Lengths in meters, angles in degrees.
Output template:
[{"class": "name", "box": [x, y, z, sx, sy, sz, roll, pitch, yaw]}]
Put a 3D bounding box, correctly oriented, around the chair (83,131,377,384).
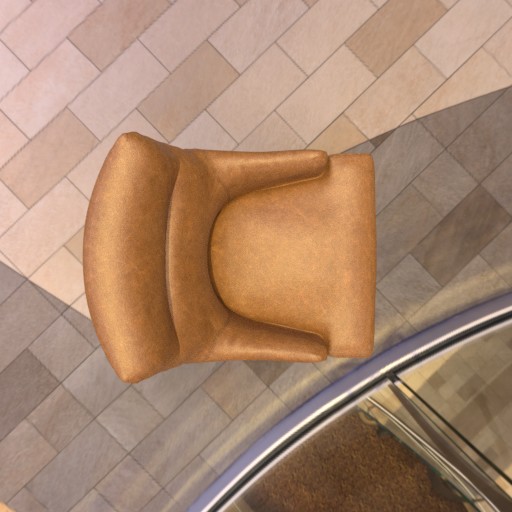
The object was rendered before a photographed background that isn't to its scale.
[{"class": "chair", "box": [0.000, 0.000, 1.526, 0.874, 0.869, 0.729, 0, 91, 0]}]
